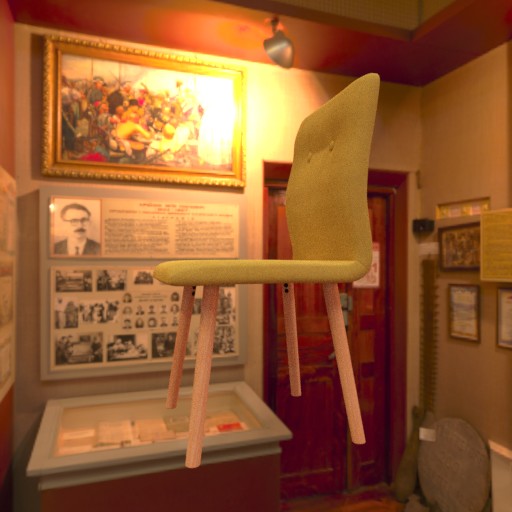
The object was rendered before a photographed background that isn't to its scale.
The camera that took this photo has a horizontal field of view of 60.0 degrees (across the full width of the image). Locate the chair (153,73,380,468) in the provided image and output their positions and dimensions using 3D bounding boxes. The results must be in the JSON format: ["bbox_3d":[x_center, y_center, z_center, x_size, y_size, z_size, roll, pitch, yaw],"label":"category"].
[{"bbox_3d":[0.000,0.000,1.286,0.550,0.965,0.450,0,-1,-18],"label":"chair"}]
